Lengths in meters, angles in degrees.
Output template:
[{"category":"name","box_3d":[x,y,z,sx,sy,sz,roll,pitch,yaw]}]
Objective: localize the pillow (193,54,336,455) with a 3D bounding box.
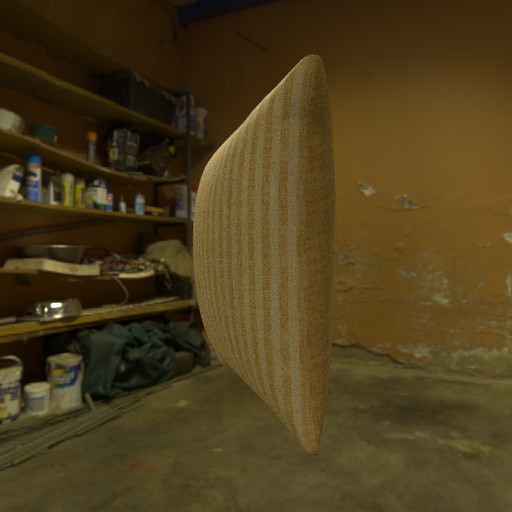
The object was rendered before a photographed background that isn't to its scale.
[{"category":"pillow","box_3d":[0.000,0.000,0.646,0.173,0.407,0.419,0,-1,-17]}]
